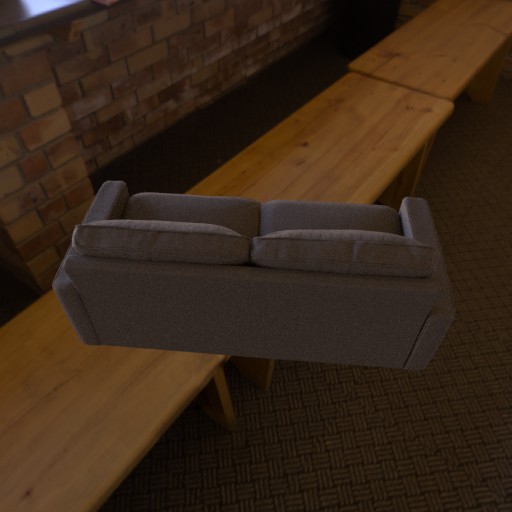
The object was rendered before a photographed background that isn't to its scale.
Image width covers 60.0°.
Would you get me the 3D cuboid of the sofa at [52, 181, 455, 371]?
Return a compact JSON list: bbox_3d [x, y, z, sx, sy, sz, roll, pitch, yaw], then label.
[{"bbox_3d":[0.000,0.000,2.628,2.080,0.919,0.940,4,48,3],"label":"sofa"}]
